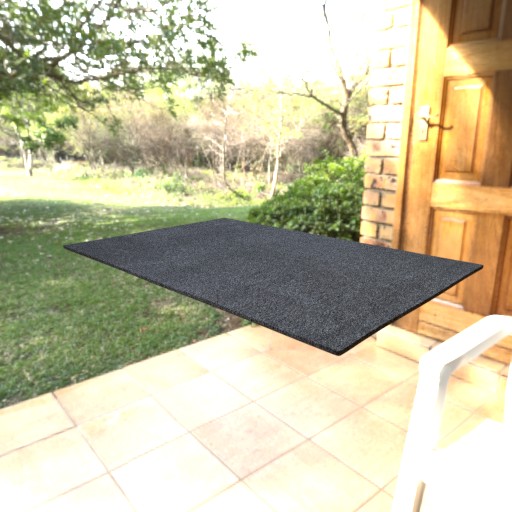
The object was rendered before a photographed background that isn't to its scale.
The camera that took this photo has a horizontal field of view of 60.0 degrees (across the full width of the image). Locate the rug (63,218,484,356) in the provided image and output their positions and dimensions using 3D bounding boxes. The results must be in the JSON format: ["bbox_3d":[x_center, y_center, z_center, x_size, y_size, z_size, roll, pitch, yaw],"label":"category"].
[{"bbox_3d":[0.000,0.000,3.381,2.699,0.026,1.802,14,21,42],"label":"rug"}]
